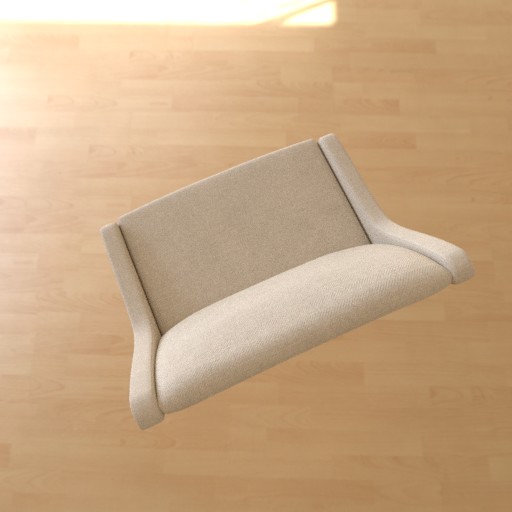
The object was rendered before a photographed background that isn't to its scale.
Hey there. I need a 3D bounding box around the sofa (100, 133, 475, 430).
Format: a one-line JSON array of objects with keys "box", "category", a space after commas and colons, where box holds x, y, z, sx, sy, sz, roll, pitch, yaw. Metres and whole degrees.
[{"box": [0.000, 0.000, 1.970, 1.212, 0.976, 0.946, -23, 77, -6], "category": "sofa"}]
